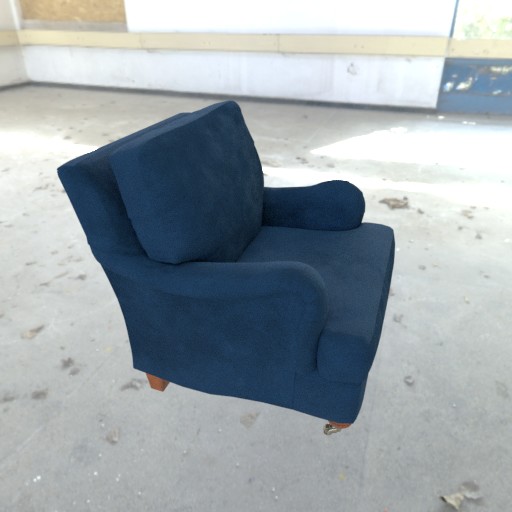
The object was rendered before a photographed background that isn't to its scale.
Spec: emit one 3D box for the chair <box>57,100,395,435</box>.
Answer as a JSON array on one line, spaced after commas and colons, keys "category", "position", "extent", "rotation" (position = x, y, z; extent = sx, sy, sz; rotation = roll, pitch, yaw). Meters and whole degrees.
[{"category": "chair", "position": [0.000, 0.000, 1.819], "extent": [1.078, 1.076, 0.895], "rotation": [10, 32, 17]}]
